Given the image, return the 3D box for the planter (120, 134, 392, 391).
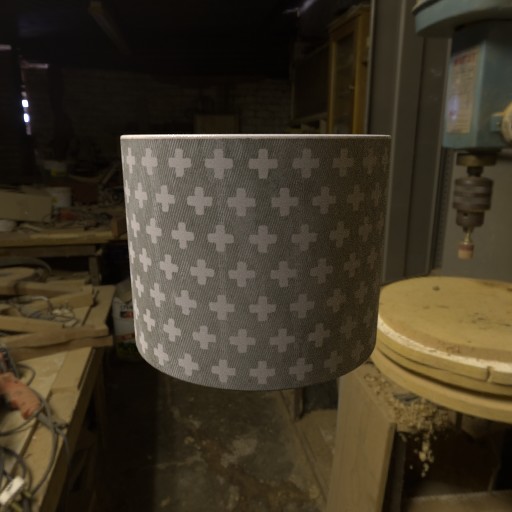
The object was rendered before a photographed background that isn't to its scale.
[{"bbox_3d":[0.000,0.000,0.346,0.190,0.181,0.190,0,15,0],"label":"planter"}]
